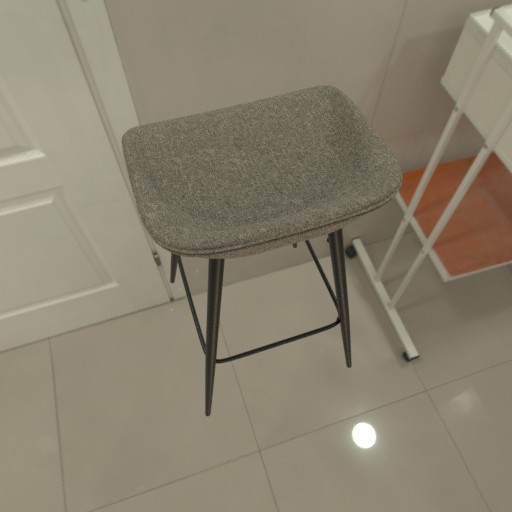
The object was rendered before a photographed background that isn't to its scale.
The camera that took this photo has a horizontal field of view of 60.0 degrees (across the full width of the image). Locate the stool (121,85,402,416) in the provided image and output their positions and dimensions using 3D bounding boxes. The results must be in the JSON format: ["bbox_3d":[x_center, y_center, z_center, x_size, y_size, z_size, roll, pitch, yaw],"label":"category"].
[{"bbox_3d":[0.000,0.000,1.106,0.469,0.814,0.480,-16,60,-10],"label":"stool"}]
